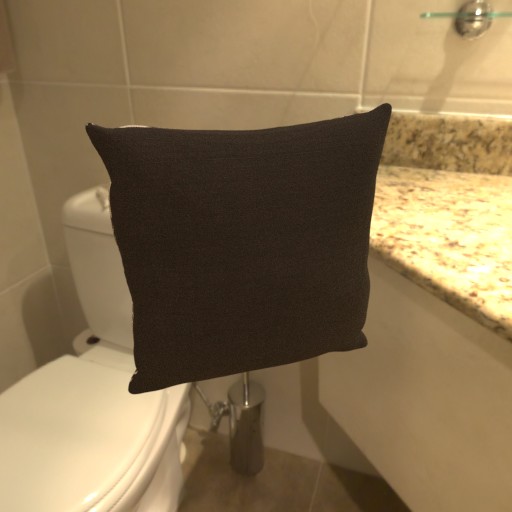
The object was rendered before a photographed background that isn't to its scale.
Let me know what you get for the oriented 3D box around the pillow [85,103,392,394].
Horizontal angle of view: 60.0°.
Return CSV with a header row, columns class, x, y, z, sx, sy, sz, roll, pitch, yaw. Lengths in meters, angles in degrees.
class,x,y,z,sx,sy,sz,roll,pitch,yaw
pillow,0.000,0.000,0.693,0.440,0.441,0.182,-8,27,-16
